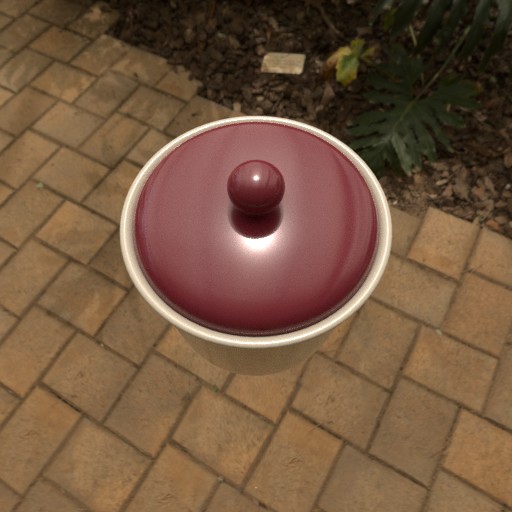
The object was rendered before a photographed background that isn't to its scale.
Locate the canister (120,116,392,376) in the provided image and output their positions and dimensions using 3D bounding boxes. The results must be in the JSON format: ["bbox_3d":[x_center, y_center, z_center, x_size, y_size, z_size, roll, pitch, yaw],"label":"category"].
[{"bbox_3d":[0.000,0.000,0.350,0.182,0.208,0.182,0,62,0],"label":"canister"}]
